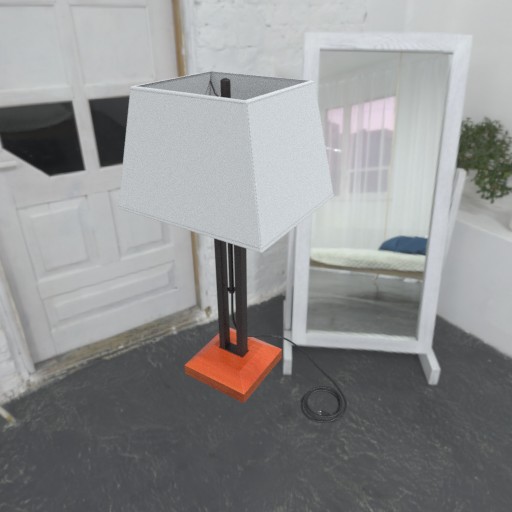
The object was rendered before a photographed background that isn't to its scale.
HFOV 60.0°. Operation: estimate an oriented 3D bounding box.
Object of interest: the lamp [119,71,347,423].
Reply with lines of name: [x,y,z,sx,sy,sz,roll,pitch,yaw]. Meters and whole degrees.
lamp: [0.000,0.000,0.994,0.498,0.737,0.310,18,35,28]
